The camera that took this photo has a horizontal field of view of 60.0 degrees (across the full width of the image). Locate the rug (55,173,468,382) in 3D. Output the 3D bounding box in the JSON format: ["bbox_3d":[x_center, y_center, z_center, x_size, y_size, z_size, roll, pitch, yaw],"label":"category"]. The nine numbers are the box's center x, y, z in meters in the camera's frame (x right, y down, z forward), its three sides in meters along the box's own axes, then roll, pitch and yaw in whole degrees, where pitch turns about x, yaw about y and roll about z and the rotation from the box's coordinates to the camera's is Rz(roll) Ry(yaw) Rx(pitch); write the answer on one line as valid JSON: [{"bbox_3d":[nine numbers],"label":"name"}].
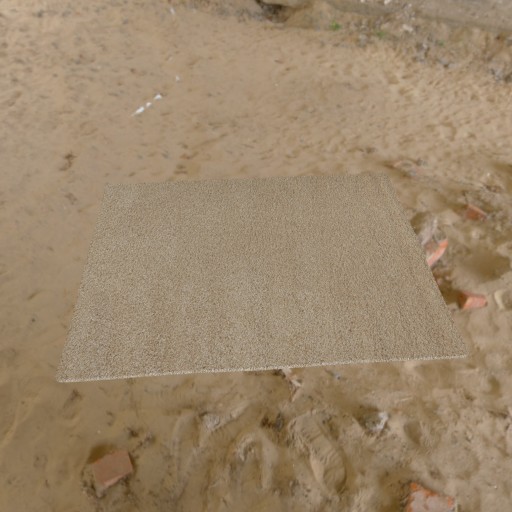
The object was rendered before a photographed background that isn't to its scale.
[{"bbox_3d":[0.000,0.000,2.116,1.600,0.025,1.199,-3,47,-3],"label":"rug"}]
